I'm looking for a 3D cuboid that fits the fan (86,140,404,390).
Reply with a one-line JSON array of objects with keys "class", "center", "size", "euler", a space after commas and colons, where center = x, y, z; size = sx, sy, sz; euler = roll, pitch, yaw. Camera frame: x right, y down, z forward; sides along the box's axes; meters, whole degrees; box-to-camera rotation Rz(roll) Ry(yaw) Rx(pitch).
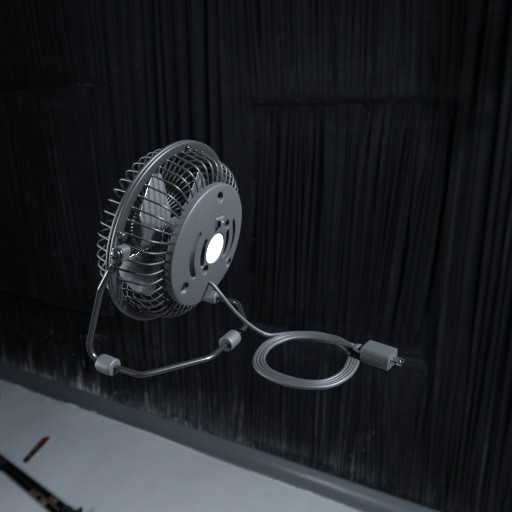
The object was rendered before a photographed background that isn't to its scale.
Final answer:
[{"class": "fan", "center": [0.000, 0.000, 0.305], "size": [0.202, 0.152, 0.153], "euler": [8, 19, 25]}]
